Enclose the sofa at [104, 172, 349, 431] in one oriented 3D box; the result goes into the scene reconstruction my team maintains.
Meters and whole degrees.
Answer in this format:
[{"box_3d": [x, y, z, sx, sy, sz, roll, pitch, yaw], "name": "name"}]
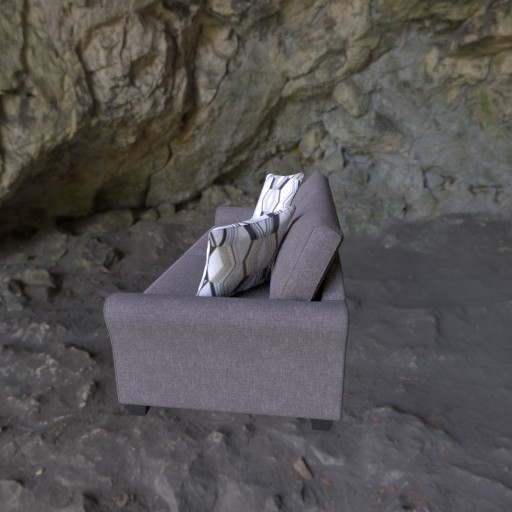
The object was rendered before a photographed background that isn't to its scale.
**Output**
[{"box_3d": [0.000, 0.000, 2.519, 0.889, 0.813, 2.032, 2, 16, 7], "name": "sofa"}]
